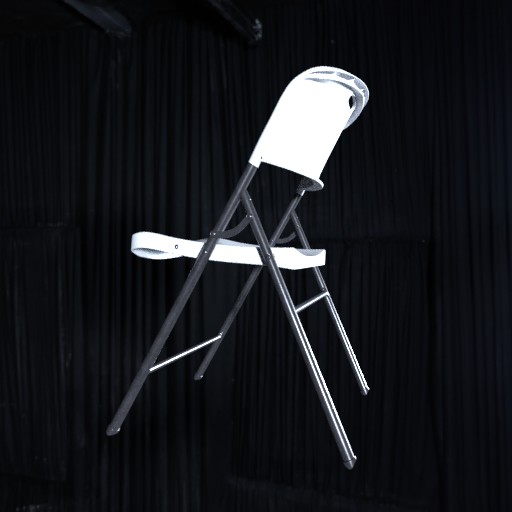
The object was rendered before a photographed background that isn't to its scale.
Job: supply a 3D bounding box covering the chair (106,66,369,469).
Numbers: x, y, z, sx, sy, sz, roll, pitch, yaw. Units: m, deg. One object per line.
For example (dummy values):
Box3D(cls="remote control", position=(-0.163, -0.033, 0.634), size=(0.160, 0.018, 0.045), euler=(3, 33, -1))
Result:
Box3D(cls="chair", position=(0.000, 0.000, 1.152), size=(0.566, 0.810, 0.494), euler=(0, 0, 17))
